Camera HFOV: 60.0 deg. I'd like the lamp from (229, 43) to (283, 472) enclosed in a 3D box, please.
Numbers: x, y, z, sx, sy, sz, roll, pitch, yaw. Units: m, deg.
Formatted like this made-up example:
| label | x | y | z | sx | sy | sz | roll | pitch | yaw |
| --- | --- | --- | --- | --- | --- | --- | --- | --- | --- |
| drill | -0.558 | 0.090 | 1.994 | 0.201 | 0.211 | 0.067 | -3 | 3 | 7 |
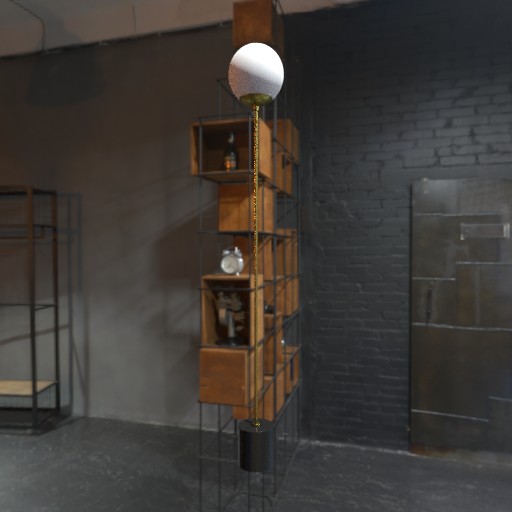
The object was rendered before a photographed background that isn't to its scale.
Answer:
| label | x | y | z | sx | sy | sz | roll | pitch | yaw |
| --- | --- | --- | --- | --- | --- | --- | --- | --- | --- |
| lamp | 0.000 | 0.000 | 1.855 | 0.229 | 1.748 | 0.229 | 0 | 1 | 18 |
